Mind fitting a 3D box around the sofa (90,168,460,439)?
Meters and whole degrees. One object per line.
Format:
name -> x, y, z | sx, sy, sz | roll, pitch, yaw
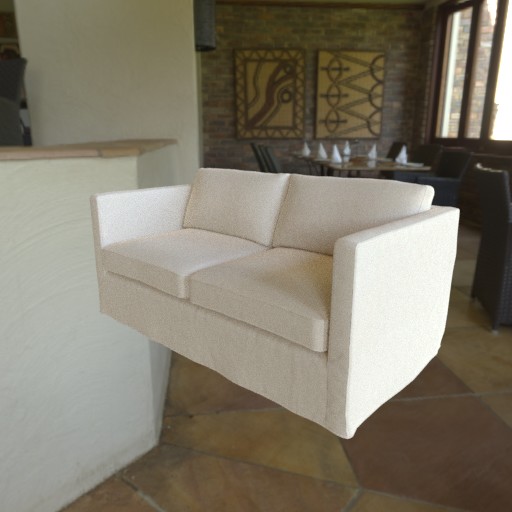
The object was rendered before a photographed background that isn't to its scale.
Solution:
sofa -> 0.000, 0.000, 2.348 | 1.746, 0.834, 0.962 | 14, 21, 41
